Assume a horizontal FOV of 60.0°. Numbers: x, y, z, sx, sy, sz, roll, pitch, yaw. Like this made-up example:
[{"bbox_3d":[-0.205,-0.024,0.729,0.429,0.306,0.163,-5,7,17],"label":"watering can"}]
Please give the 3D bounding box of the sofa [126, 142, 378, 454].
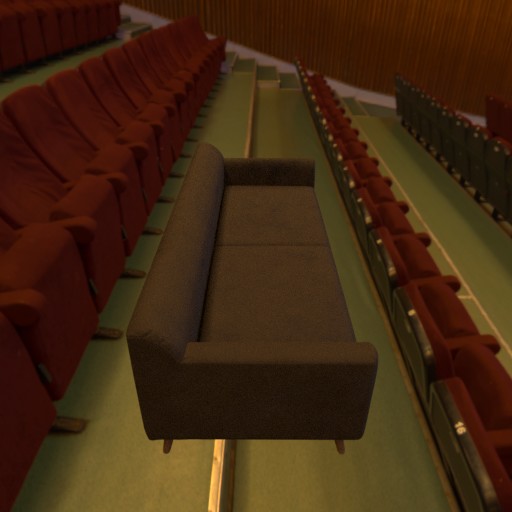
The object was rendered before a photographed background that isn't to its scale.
[{"bbox_3d":[0.000,0.000,2.617,0.900,0.740,2.190,0,31,0],"label":"sofa"}]
